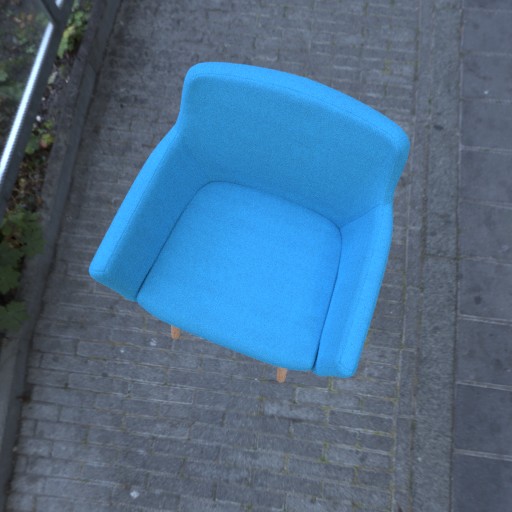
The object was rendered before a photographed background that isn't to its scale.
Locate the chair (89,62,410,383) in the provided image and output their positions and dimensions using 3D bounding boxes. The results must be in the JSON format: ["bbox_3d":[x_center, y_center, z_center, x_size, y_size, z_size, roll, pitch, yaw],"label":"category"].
[{"bbox_3d":[0.000,0.000,1.153,0.570,0.780,0.540,20,75,6],"label":"chair"}]
